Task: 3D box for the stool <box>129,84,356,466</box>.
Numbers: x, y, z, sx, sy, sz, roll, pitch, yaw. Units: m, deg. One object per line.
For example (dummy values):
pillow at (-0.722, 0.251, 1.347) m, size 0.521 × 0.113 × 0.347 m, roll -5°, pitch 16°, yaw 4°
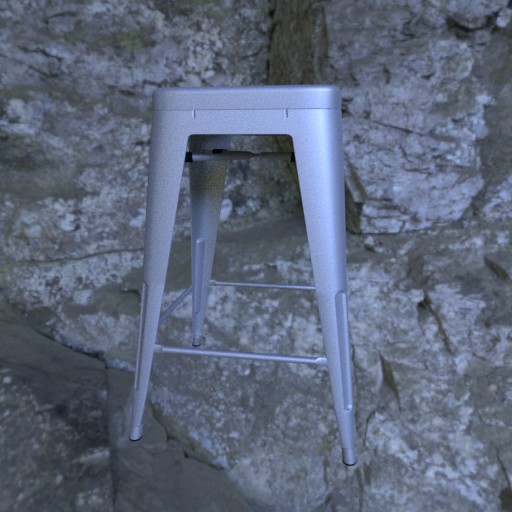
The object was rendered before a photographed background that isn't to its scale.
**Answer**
stool at (0.000, 0.000, 0.888) m, size 0.406 × 0.610 × 0.406 m, roll 2°, pitch 15°, yaw 9°
